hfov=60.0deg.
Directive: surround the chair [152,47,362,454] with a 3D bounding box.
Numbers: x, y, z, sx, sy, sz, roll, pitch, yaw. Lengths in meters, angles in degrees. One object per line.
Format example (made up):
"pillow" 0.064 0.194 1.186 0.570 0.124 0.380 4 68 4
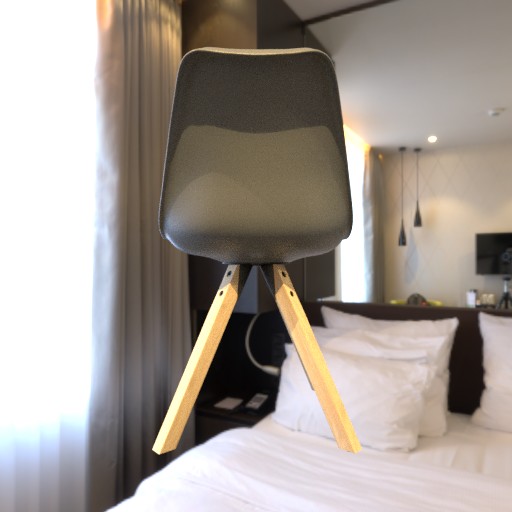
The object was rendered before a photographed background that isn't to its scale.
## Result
"chair" 0.000 0.000 1.157 0.485 0.850 0.550 0 0 -1
